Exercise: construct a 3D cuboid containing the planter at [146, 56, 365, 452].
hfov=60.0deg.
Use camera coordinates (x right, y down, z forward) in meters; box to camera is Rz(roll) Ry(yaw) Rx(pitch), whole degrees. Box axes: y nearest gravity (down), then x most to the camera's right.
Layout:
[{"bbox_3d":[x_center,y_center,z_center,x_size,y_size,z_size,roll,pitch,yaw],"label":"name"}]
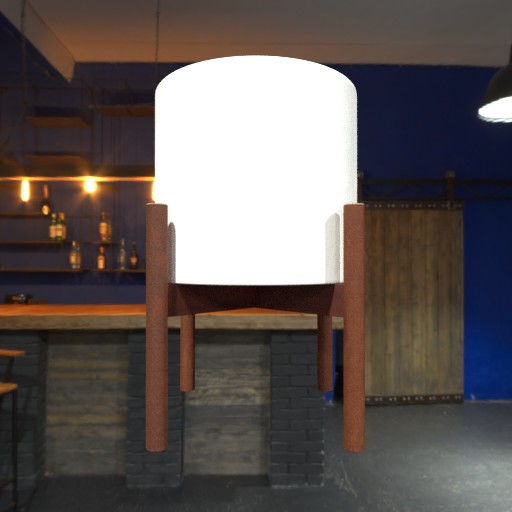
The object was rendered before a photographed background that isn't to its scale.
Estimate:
[{"bbox_3d":[0.000,0.000,0.504,0.224,0.358,0.224,0,0,0],"label":"planter"}]
